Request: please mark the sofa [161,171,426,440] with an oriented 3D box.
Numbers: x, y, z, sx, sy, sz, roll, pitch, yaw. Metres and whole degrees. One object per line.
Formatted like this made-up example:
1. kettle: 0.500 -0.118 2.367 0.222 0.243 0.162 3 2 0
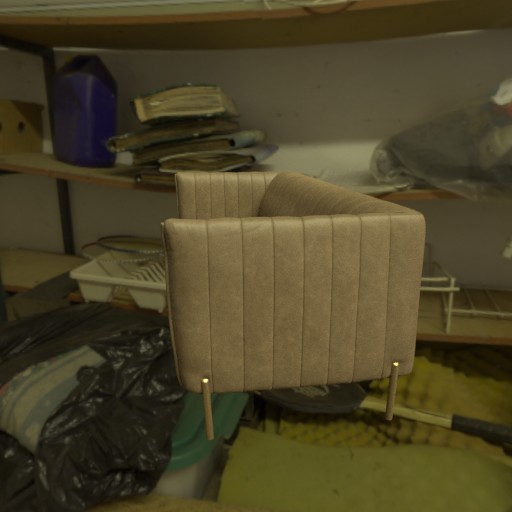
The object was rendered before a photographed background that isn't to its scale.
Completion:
1. sofa: 0.000 0.000 2.398 0.876 0.779 1.980 -2 15 -8
